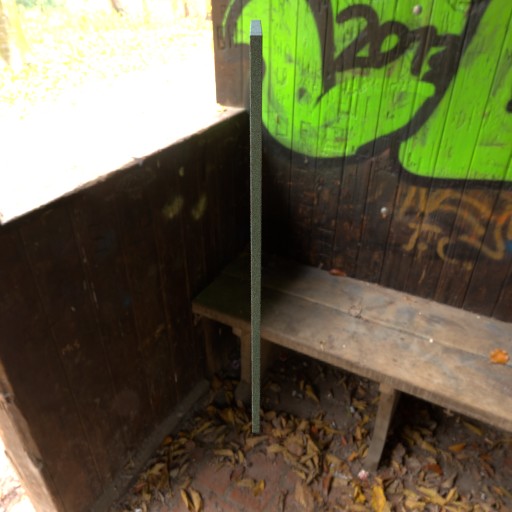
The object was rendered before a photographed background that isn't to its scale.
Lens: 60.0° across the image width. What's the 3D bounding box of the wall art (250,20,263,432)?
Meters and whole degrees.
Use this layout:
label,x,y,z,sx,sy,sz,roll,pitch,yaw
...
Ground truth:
label,x,y,z,sx,sy,sz,roll,pitch,yaw
wall art,0.000,0.000,1.320,0.025,1.219,0.329,0,33,0
